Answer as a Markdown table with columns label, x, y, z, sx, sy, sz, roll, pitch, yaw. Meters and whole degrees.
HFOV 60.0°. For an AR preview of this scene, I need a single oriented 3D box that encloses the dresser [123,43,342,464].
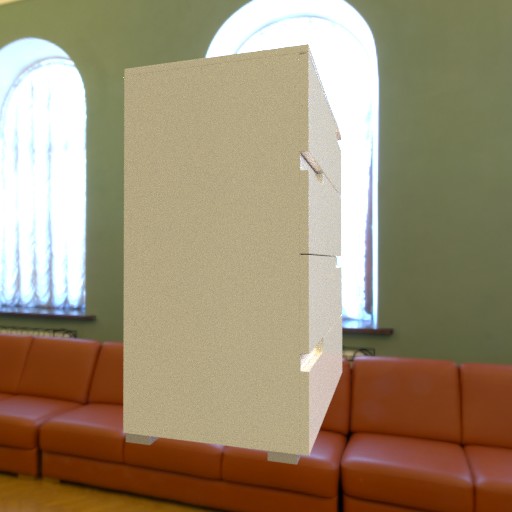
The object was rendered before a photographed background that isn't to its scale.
| label | x | y | z | sx | sy | sz | roll | pitch | yaw |
| --- | --- | --- | --- | --- | --- | --- | --- | --- | --- |
| dresser | 0.000 | 0.000 | 1.205 | 0.400 | 0.800 | 0.650 | 0 | -1 | 16 |
